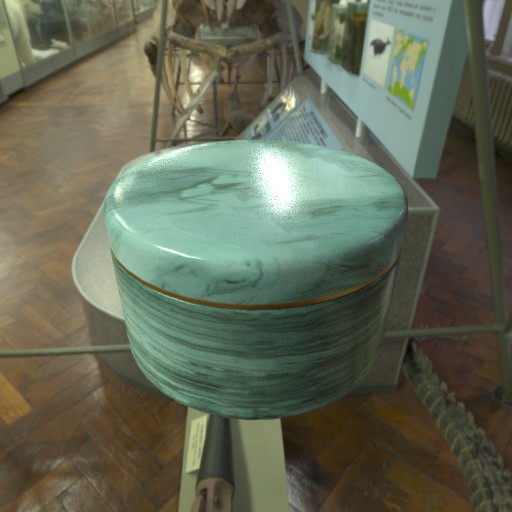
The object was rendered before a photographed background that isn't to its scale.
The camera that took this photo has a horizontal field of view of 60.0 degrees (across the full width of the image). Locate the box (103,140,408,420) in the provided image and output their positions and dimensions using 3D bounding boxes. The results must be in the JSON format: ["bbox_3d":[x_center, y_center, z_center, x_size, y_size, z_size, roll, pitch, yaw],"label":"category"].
[{"bbox_3d":[0.000,0.000,0.166,0.101,0.063,0.101,0,32,0],"label":"box"}]
